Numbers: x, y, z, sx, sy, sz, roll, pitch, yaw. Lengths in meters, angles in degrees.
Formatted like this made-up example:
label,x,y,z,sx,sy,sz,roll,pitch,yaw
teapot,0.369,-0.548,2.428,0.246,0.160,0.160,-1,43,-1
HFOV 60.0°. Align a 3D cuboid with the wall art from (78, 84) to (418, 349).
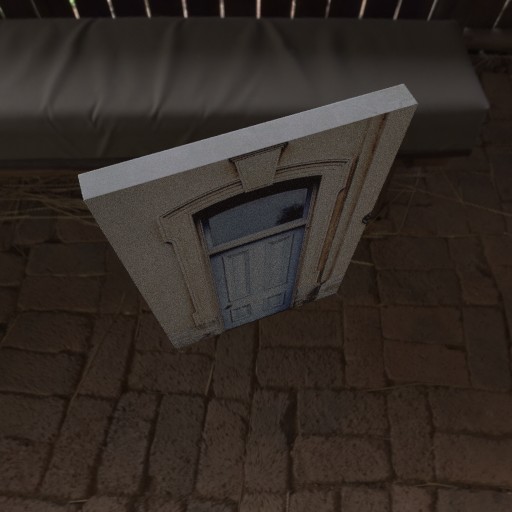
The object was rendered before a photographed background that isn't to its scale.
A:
label,x,y,z,sx,sy,sz,roll,pitch,yaw
wall art,0.000,0.000,0.782,0.403,0.607,0.036,-18,65,-9
